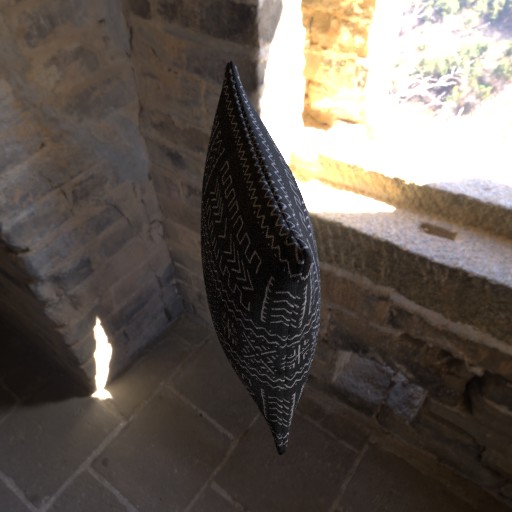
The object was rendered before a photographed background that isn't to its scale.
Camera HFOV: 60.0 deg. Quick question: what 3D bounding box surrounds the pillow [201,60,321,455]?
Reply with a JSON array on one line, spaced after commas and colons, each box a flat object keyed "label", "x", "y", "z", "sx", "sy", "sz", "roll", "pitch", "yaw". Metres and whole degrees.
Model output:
[{"label": "pillow", "x": 0.000, "y": 0.000, "z": 0.671, "sx": 0.164, "sy": 0.430, "sz": 0.438, "roll": -8, "pitch": 46, "yaw": -8}]
